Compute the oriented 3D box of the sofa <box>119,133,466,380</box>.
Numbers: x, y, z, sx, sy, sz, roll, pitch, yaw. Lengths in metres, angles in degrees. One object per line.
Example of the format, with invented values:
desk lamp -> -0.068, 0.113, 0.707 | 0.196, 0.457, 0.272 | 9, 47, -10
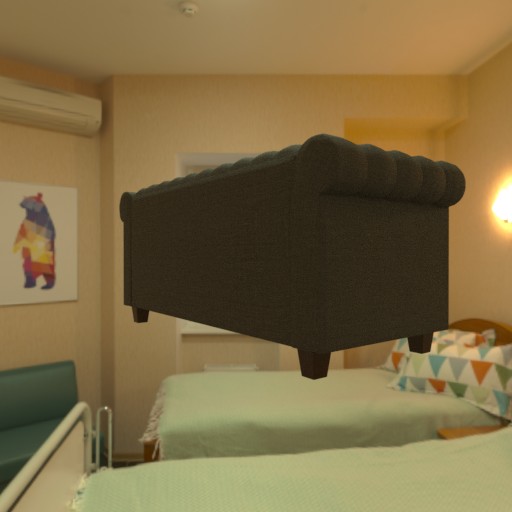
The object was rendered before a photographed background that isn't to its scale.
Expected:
sofa -> 0.000, 0.000, 2.249 | 0.783, 0.797, 1.798 | 0, 1, -37
